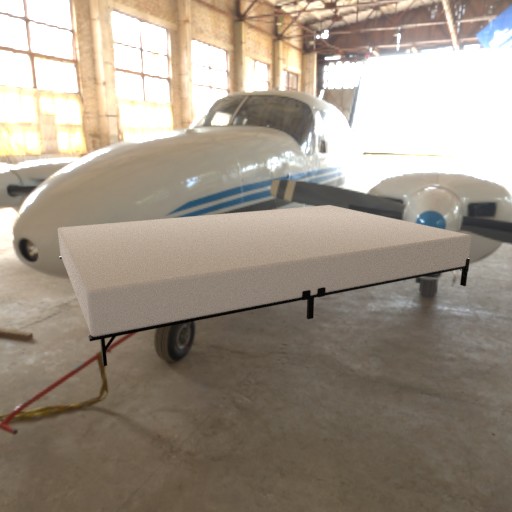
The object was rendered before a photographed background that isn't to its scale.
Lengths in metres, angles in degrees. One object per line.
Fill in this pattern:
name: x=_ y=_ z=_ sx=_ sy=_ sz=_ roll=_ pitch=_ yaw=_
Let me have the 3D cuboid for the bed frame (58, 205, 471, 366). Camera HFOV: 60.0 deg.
bed frame: x=0.000 y=0.000 z=3.821 sx=2.987 sy=0.440 sz=1.930 roll=-8 pitch=17 yaw=-27
